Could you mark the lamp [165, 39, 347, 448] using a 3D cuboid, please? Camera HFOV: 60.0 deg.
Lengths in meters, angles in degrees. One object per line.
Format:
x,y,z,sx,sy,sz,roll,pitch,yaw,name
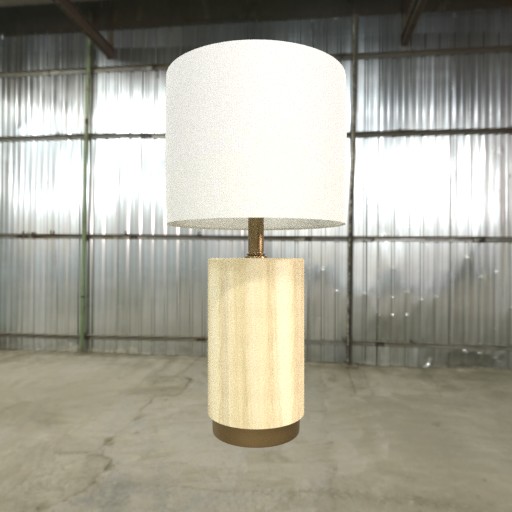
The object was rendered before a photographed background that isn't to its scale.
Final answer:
0.000,0.000,0.568,0.228,0.444,0.228,0,0,36,lamp
